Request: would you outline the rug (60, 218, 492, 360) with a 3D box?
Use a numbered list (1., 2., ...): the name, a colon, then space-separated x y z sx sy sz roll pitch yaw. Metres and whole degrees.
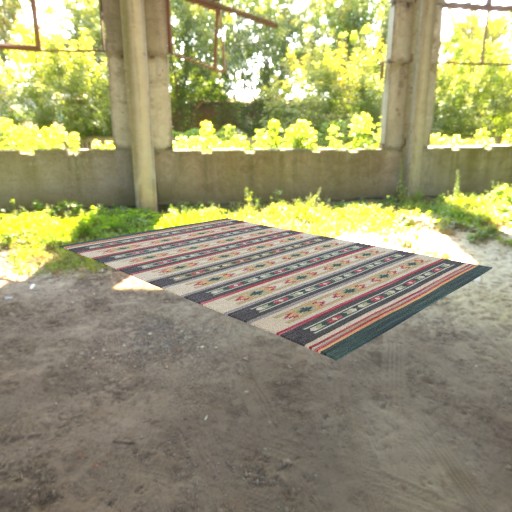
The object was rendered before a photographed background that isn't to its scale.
1. rug: 0.000 0.000 2.217 1.825 0.009 1.221 14 21 43
